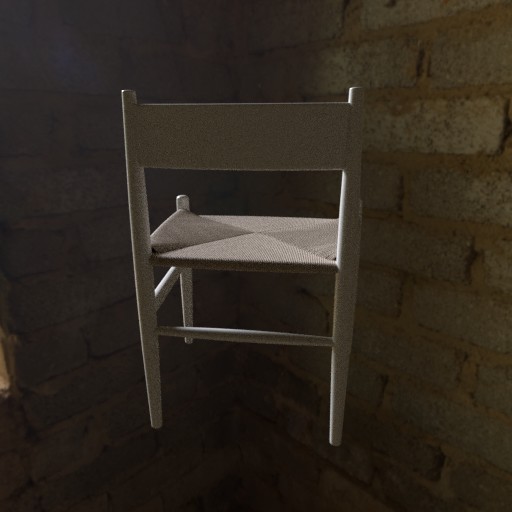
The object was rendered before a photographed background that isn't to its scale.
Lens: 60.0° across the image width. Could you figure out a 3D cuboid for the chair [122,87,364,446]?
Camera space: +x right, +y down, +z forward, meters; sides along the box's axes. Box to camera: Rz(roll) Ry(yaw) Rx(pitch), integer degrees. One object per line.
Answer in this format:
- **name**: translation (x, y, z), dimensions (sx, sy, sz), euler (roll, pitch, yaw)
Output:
- **chair**: translation (0.000, 0.000, 1.126), dimensions (0.556, 0.762, 0.495), euler (2, 16, 8)
